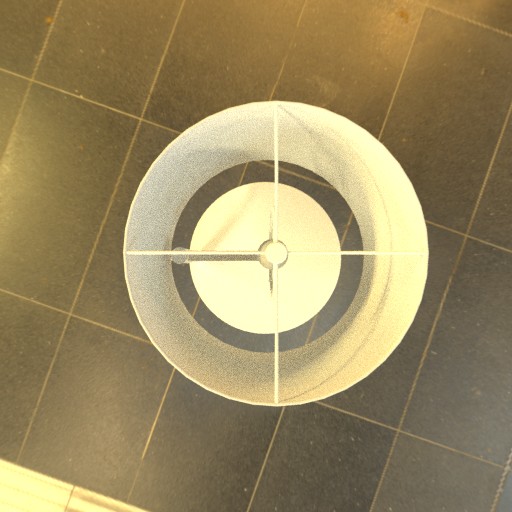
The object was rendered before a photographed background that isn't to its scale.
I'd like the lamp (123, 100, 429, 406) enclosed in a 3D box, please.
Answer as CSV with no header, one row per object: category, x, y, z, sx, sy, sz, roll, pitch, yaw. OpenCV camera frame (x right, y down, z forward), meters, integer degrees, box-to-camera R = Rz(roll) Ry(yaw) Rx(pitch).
lamp,0.000,0.000,0.660,0.341,0.454,0.299,0,89,-1
